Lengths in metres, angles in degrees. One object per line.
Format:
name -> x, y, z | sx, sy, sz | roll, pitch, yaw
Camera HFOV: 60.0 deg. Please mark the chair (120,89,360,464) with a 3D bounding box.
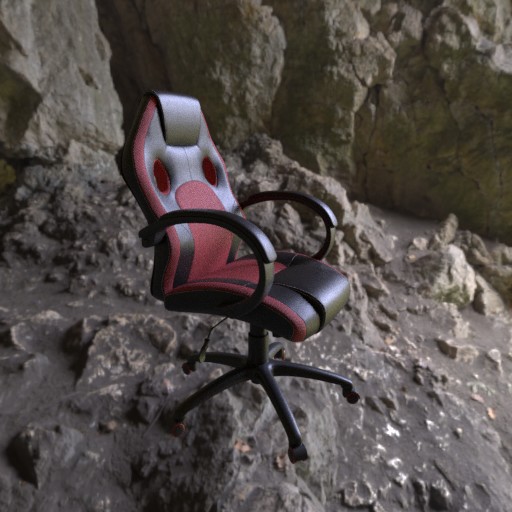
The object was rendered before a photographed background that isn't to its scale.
chair -> 0.000, 0.000, 1.663 | 0.783, 1.189, 0.750 | 7, 16, 26
